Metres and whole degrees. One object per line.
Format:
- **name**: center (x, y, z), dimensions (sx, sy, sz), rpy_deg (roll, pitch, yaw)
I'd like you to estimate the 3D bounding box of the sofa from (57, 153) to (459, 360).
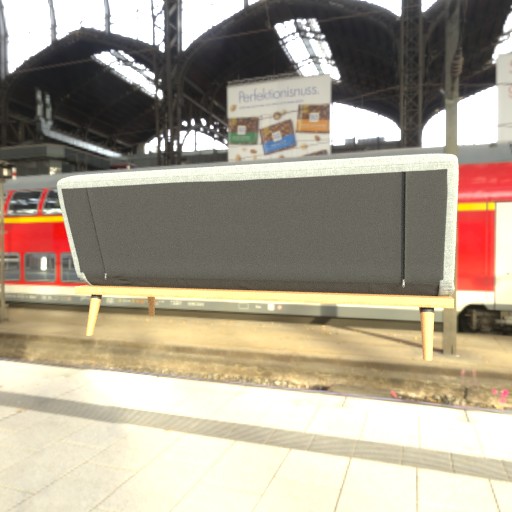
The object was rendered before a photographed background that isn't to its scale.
- **sofa**: center (0.000, 0.000, 2.250), dimensions (1.820, 0.800, 0.800), rpy_deg (0, 1, 18)
